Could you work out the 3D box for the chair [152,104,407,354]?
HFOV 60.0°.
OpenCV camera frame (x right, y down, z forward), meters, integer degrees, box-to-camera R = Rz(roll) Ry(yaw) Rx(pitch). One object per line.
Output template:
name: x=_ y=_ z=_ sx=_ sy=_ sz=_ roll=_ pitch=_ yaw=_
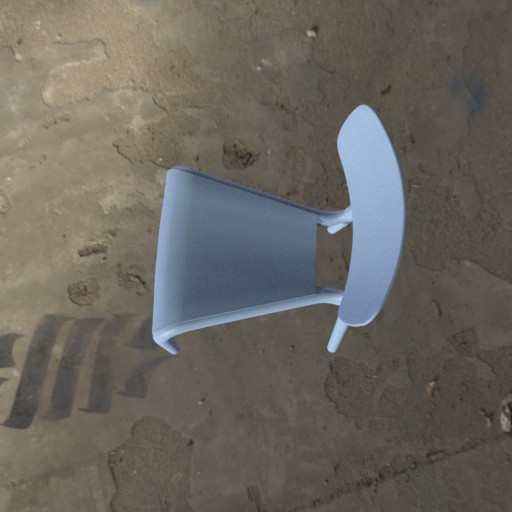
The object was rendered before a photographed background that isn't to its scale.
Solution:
chair: x=0.000 y=0.000 z=0.818 sx=0.401 sy=0.580 sz=0.356 roll=2 pitch=76 yaw=1
